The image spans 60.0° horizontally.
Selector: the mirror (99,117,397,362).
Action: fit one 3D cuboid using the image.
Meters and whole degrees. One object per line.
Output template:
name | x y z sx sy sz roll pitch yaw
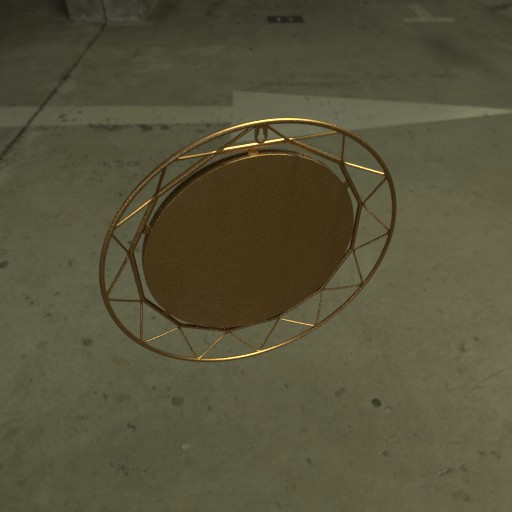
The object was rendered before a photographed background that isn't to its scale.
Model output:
mirror | 0.000 0.000 0.674 0.454 0.454 0.043 -13 44 -14
